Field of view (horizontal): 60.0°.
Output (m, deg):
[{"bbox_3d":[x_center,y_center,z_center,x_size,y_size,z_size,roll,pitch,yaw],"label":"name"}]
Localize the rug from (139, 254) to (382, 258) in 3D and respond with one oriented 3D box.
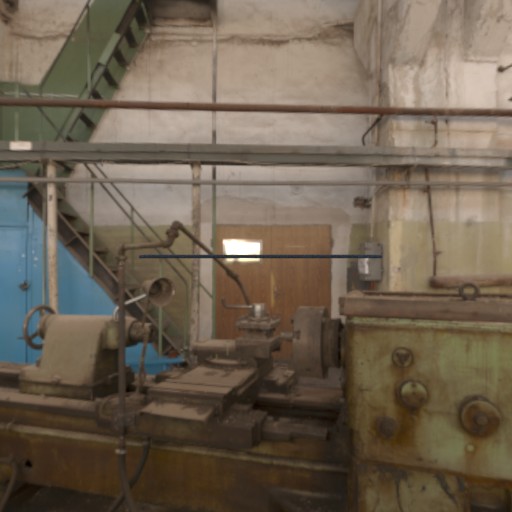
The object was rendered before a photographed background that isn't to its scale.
[{"bbox_3d":[0.000,0.000,2.602,0.769,0.012,2.448,0,0,-1],"label":"rug"}]
